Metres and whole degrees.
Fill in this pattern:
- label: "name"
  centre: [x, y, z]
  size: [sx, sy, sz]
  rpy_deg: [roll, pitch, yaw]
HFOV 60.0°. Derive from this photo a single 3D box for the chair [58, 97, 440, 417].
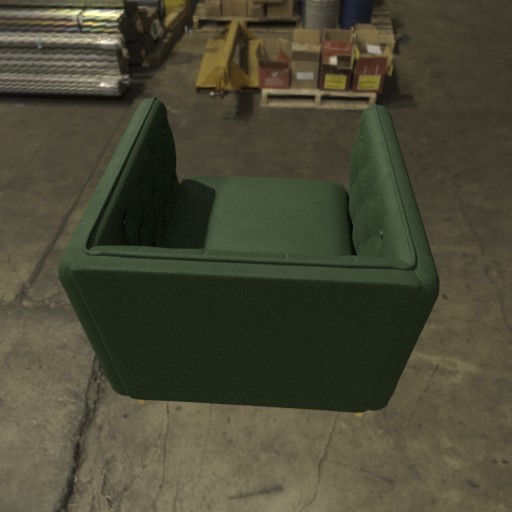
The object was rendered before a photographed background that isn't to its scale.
- label: "chair"
  centre: [0.000, 0.000, 1.530]
  size: [0.917, 0.768, 0.855]
  rpy_deg: [3, 46, 3]
